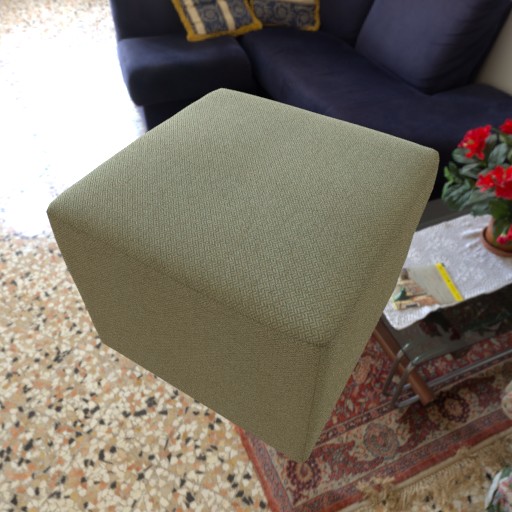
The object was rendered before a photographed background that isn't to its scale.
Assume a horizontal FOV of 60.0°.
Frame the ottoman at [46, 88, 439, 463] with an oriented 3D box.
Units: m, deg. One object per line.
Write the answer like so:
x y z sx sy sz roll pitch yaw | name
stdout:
0.000 0.000 0.906 0.521 0.453 0.512 24 51 21 | ottoman
